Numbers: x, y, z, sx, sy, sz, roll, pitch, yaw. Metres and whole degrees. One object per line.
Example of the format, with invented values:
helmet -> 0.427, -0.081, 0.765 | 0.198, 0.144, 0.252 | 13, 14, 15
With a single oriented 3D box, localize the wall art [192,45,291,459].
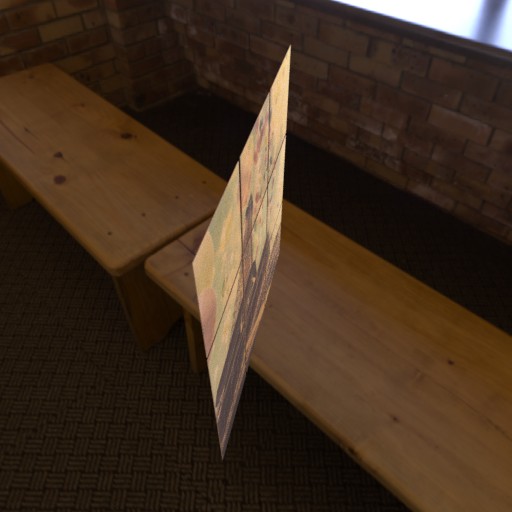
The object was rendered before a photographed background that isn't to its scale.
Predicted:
wall art -> 0.000, 0.000, 2.252 | 0.002, 1.505, 1.517 | 10, 47, 9
